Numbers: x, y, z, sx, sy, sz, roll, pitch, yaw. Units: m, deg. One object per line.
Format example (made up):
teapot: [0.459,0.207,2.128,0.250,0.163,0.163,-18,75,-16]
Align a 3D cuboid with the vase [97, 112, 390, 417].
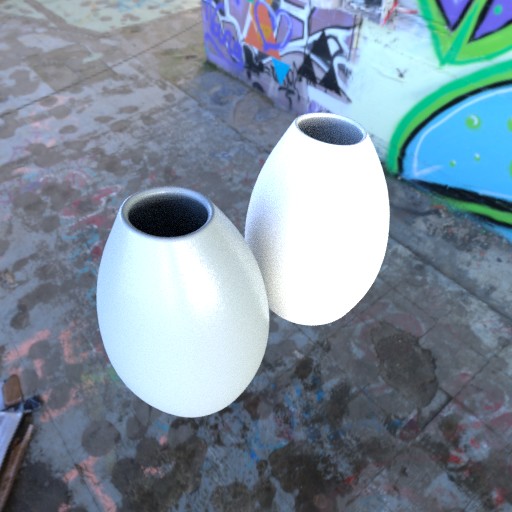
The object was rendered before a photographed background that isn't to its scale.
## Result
vase: [0.000,0.000,0.251,0.187,0.131,0.089,-32,55,-25]
